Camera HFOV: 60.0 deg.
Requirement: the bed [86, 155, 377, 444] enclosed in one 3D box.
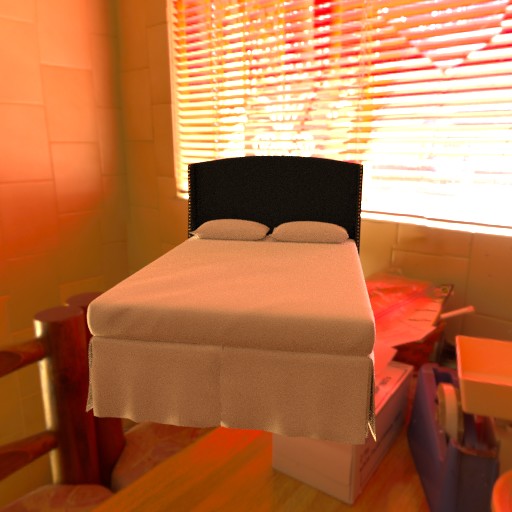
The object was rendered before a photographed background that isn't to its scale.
[{"bbox_3d":[0.000,0.000,3.234,1.604,1.402,2.223,2,14,9],"label":"bed"}]
